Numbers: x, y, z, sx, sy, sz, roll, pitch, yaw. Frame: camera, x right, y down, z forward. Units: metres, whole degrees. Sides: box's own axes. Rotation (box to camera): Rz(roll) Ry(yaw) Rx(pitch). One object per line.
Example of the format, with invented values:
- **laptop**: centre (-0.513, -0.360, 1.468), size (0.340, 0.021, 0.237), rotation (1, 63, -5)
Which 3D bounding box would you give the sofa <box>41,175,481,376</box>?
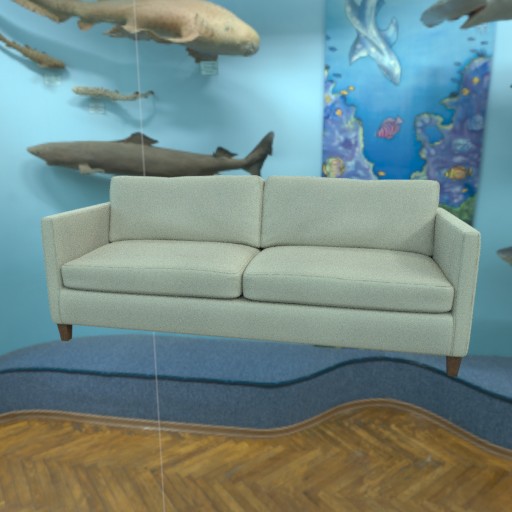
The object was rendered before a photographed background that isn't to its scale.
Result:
- **sofa**: centre (0.000, 0.000, 2.784), size (2.361, 0.968, 0.951), rotation (3, 14, 11)
